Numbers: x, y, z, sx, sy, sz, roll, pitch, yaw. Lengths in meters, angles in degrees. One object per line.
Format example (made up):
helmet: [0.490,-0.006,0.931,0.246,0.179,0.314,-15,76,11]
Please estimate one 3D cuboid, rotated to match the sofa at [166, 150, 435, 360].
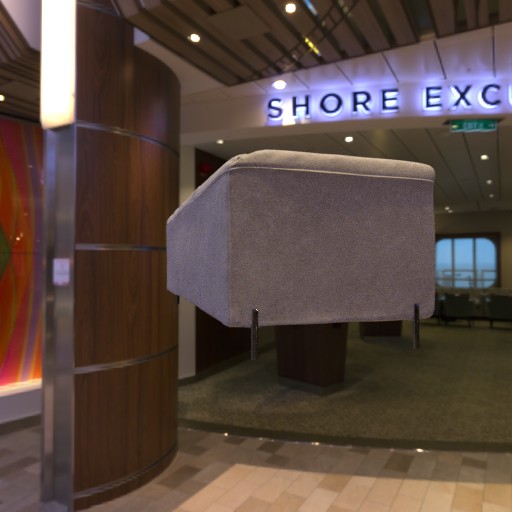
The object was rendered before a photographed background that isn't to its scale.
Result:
sofa: [0.000,0.000,2.709,0.899,0.758,2.238,0,-1,-17]
